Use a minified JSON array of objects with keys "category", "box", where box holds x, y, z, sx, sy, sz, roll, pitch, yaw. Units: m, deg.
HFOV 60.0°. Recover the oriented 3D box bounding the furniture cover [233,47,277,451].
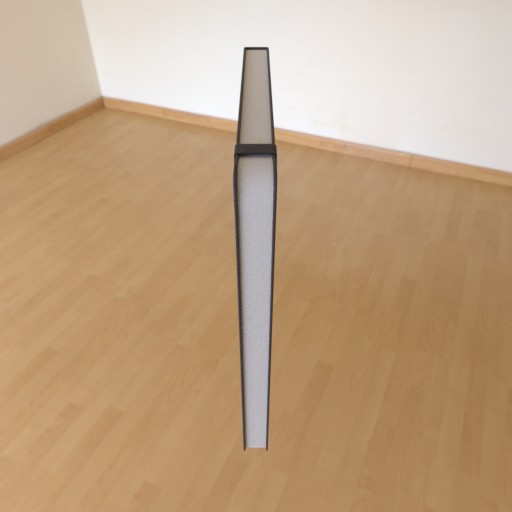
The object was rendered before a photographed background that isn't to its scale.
[{"category":"furniture cover","box":[0.000,0.000,0.382,0.023,0.281,0.216,0,40,0]}]
